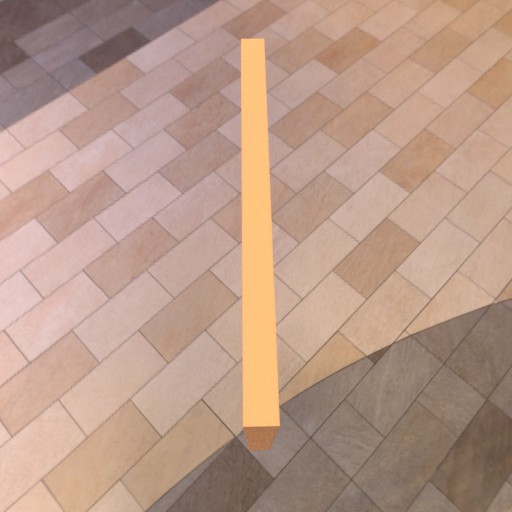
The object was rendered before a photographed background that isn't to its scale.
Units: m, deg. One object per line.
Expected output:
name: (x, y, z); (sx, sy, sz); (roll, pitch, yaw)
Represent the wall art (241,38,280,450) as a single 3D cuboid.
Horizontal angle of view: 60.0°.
wall art: (0.000, 0.000, 0.786); (0.039, 0.407, 0.609); (-1, 63, 0)
